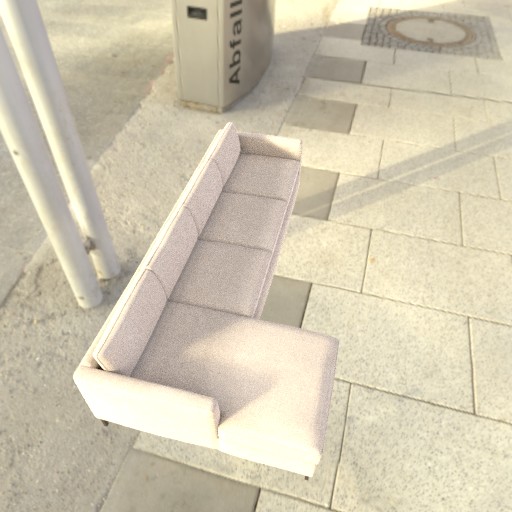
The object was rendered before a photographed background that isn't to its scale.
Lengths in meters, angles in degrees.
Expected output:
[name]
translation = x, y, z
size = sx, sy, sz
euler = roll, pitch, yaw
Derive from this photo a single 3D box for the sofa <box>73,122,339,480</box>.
[sofa]
translation = 0.000, 0.000, 3.539
size = 1.469, 0.816, 2.923
euler = 10, 46, 10
